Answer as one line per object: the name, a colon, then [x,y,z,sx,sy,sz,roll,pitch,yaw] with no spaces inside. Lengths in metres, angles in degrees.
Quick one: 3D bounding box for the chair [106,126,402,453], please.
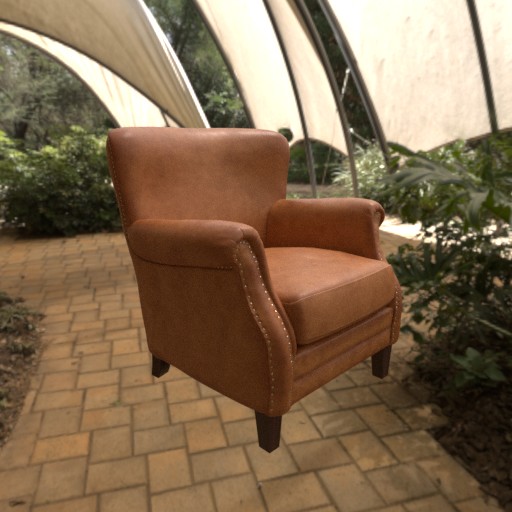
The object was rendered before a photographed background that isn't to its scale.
chair: [0.000,0.000,1.662,0.861,0.936,0.921,-14,21,-43]
